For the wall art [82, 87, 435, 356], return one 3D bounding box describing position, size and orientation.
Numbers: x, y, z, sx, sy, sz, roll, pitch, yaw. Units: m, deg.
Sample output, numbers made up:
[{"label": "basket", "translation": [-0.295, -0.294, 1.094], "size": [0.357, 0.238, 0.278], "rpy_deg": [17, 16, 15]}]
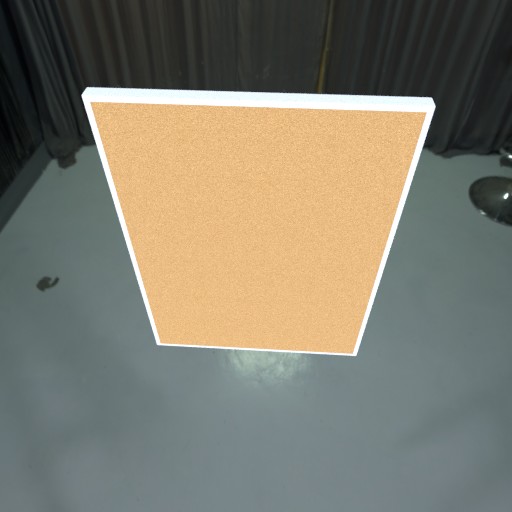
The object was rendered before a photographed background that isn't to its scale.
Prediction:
[{"label": "wall art", "translation": [0.000, 0.000, 1.601], "size": [0.914, 1.221, 0.046], "rpy_deg": [3, 47, 2]}]
